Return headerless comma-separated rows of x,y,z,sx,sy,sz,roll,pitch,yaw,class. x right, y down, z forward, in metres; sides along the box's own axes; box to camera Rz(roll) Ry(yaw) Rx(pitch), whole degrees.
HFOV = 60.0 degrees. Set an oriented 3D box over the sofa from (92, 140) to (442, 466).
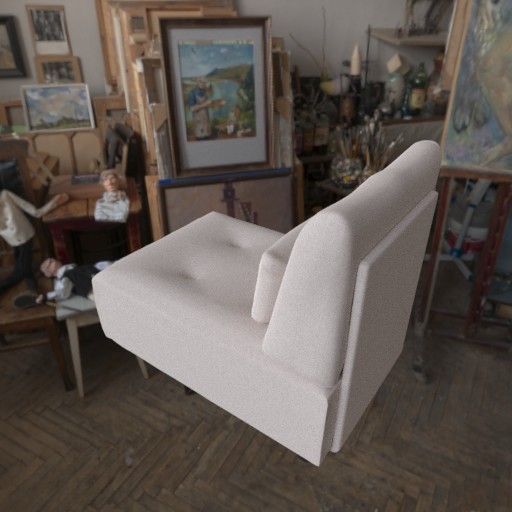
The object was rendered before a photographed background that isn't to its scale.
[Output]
0.000,0.000,1.561,1.000,0.820,0.700,20,37,30,sofa
